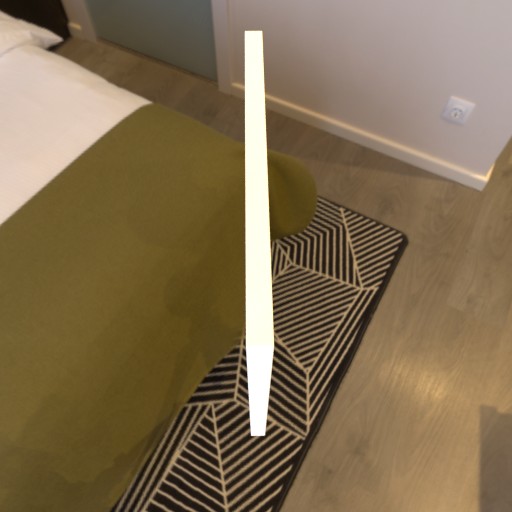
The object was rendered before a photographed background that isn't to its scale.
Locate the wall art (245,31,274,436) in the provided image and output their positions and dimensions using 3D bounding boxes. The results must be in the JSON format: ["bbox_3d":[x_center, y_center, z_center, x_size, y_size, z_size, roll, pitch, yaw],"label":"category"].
[{"bbox_3d":[0.000,0.000,1.159,0.040,0.762,0.762,-1,59,0],"label":"wall art"}]
